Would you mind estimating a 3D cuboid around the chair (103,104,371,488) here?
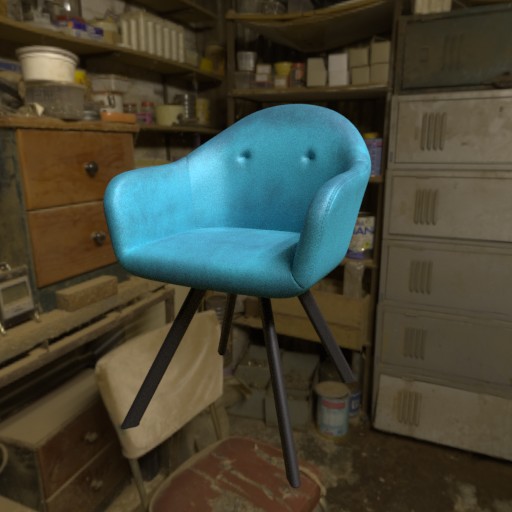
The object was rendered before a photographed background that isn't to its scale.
[{"bbox_3d":[0.000,0.000,1.134,0.540,0.780,0.570,6,15,25],"label":"chair"}]
